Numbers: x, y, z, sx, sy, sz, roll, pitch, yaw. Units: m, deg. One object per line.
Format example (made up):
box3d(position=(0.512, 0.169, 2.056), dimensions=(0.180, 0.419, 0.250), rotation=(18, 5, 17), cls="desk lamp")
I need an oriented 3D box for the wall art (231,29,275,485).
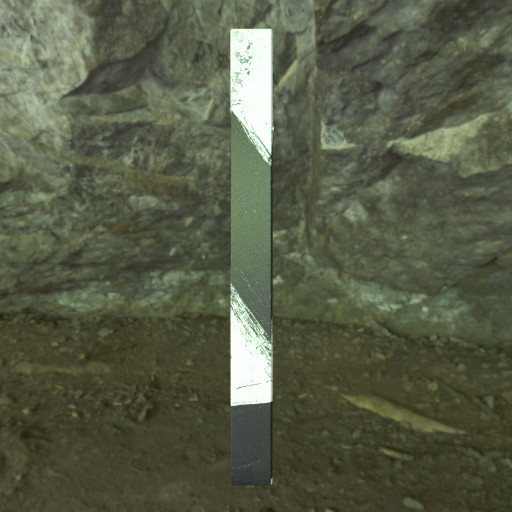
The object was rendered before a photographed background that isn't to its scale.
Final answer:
box3d(position=(0.000, 0.000, 0.742), dimensions=(0.050, 0.508, 0.507), rotation=(0, 1, 1), cls="wall art")
